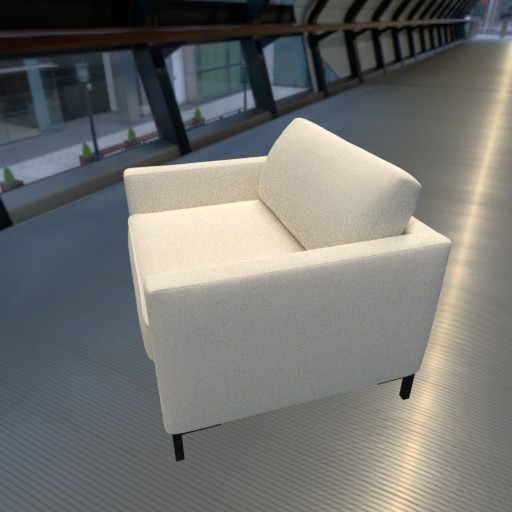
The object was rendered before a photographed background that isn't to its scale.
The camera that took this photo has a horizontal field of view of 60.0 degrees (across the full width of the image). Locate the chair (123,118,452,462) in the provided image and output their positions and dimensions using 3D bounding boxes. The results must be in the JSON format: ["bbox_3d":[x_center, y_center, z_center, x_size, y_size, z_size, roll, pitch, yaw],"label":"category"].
[{"bbox_3d":[0.000,0.000,1.611,0.875,0.806,0.964,-9,30,-15],"label":"chair"}]
